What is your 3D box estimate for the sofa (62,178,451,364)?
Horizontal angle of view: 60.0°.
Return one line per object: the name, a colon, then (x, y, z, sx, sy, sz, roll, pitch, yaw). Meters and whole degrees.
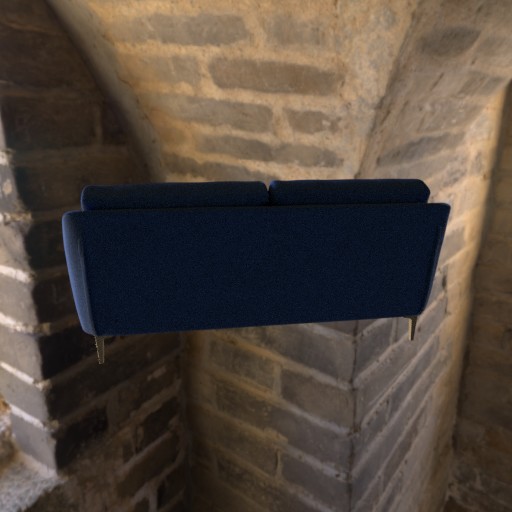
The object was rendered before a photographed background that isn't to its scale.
sofa: (0.000, 0.000, 2.559, 2.036, 0.903, 0.960, -2, 14, -9)
